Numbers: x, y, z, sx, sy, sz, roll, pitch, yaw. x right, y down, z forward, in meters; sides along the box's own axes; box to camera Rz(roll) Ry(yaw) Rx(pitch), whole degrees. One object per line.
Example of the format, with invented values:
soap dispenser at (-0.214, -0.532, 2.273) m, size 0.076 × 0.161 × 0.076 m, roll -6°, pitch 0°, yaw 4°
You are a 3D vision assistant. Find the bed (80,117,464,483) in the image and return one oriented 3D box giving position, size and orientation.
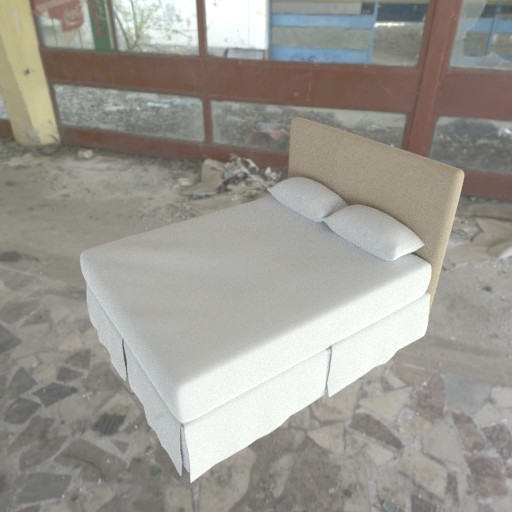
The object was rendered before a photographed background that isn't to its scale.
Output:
bed at (0.000, 0.000, 3.142) m, size 2.142 × 1.330 × 1.723 m, roll -20°, pitch 37°, yaw -29°
